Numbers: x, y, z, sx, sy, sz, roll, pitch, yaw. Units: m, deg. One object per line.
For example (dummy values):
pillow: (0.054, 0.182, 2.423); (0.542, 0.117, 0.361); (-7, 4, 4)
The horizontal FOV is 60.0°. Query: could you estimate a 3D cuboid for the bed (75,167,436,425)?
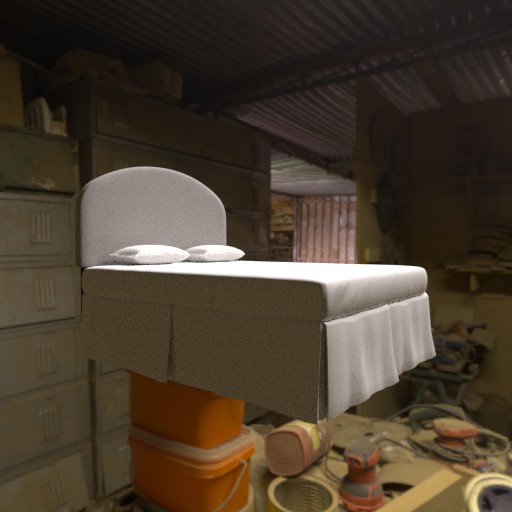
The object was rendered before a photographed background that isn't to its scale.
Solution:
bed: (0.000, 0.000, 3.075); (2.005, 1.410, 1.607); (1, 2, 37)
